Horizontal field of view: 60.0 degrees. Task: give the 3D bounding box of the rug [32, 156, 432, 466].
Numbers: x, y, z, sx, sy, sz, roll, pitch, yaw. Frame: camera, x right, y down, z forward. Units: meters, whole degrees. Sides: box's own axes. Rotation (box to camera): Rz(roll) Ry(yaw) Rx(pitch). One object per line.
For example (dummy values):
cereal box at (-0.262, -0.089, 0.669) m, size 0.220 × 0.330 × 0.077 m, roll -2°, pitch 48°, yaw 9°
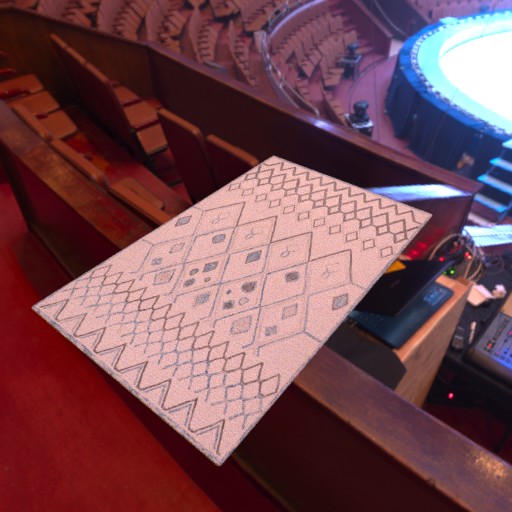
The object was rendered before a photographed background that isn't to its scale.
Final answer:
rug at (0.000, 0.000, 3.033) m, size 1.524 × 0.015 × 2.439 m, roll 27°, pitch 47°, yaw 28°
